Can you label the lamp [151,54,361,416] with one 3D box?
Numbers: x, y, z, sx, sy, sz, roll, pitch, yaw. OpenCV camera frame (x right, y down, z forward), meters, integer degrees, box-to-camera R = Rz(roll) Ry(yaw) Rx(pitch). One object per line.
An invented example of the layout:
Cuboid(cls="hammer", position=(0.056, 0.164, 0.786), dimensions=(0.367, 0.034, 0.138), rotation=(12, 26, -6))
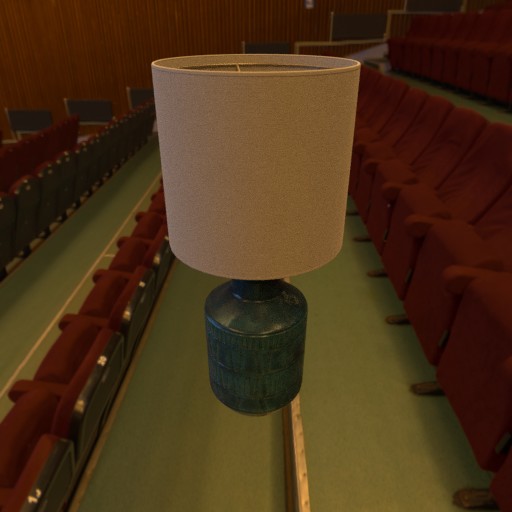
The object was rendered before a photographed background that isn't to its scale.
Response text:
Cuboid(cls="lamp", position=(0.000, 0.000, 0.563), dimensions=(0.211, 0.455, 0.211), rotation=(0, 28, 1))
